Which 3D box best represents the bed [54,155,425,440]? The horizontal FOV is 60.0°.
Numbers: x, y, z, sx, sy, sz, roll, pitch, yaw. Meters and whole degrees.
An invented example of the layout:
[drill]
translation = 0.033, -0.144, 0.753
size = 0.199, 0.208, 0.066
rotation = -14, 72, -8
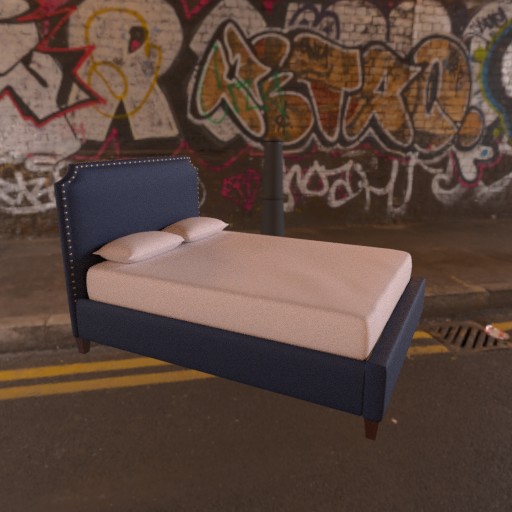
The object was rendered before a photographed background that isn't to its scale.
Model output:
[bed]
translation = 0.000, 0.000, 3.465
size = 2.372, 1.443, 1.712
rotation = 8, 17, 26
